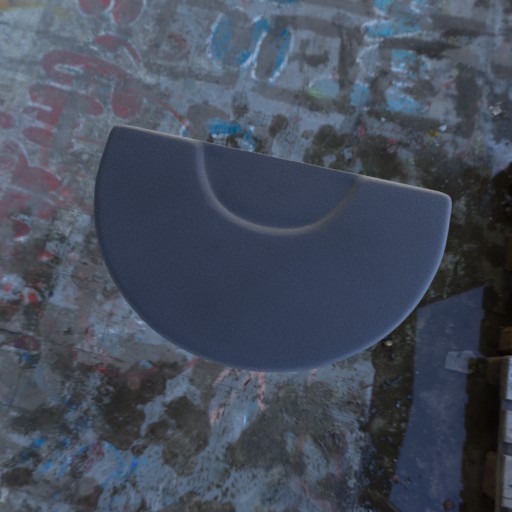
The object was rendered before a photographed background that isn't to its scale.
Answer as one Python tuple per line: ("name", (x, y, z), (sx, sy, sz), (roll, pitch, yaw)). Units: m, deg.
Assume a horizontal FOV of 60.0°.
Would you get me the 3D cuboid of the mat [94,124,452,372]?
("mat", (0.000, 0.000, 1.832), (1.525, 0.016, 0.917), (13, 76, 3))
